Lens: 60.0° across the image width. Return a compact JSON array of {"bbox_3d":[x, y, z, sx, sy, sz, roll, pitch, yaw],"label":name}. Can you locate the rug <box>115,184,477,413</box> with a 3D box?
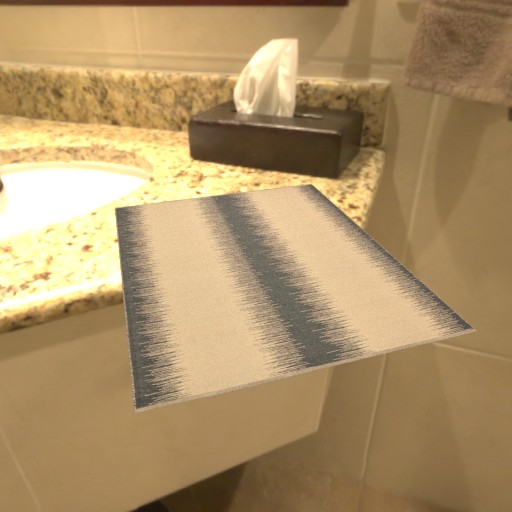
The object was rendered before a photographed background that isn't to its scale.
[{"bbox_3d":[0.000,0.000,4.165,2.453,0.004,3.037,-9,32,-15],"label":"rug"}]
